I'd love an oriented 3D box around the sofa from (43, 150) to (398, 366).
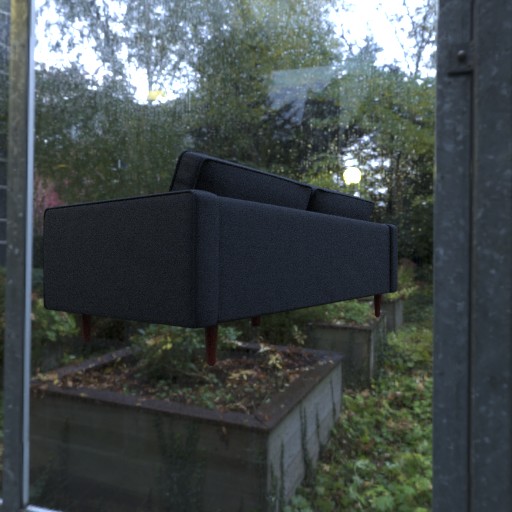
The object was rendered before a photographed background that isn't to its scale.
[{"bbox_3d":[0.000,0.000,2.365,0.914,0.759,1.875,0,0,36],"label":"sofa"}]
